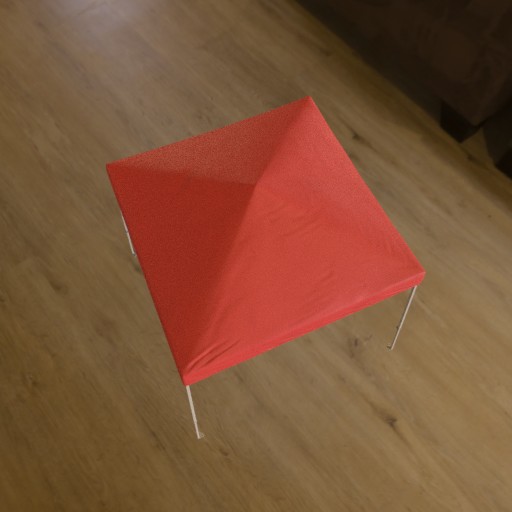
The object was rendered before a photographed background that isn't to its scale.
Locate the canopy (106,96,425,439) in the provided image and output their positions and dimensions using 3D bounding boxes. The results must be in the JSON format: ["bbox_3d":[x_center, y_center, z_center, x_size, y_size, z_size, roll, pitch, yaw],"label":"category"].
[{"bbox_3d":[0.000,0.000,6.443,3.600,3.600,3.599,-22,66,-10],"label":"canopy"}]
